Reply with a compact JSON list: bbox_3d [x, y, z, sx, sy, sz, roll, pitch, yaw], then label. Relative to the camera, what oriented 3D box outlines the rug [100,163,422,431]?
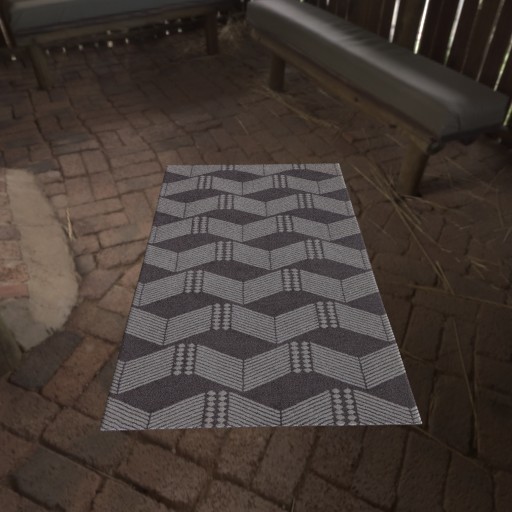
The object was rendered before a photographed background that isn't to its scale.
[{"bbox_3d":[0.000,0.000,2.994,1.517,0.011,2.435,-1,41,-1],"label":"rug"}]
